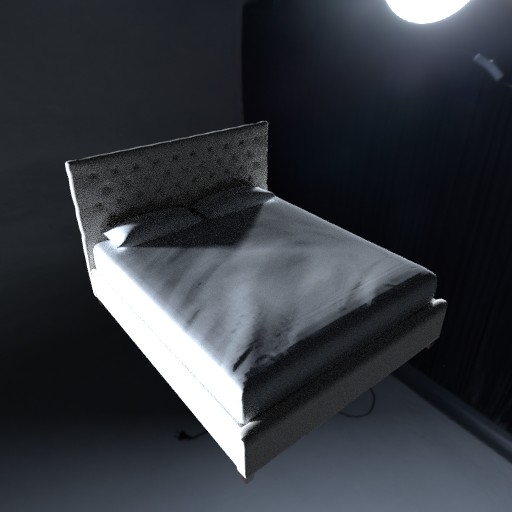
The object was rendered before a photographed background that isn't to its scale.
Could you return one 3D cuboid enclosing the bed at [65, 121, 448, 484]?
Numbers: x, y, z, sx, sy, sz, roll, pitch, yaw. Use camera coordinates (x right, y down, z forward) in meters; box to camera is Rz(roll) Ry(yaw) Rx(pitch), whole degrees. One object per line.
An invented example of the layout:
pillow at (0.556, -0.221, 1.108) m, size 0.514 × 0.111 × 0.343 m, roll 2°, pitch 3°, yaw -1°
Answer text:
bed at (0.000, 0.000, 3.648) m, size 2.078 × 1.427 × 2.387 m, roll -22°, pitch 38°, yaw -32°
